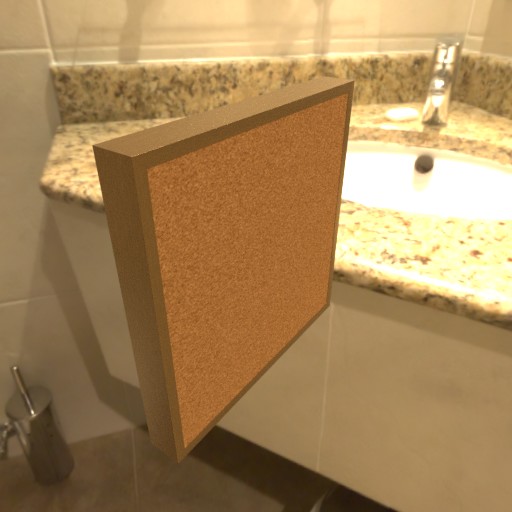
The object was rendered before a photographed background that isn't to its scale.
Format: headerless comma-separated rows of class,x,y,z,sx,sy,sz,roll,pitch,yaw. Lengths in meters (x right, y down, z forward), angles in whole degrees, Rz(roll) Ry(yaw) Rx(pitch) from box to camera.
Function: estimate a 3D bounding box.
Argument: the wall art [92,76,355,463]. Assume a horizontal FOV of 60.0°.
wall art,0.000,0.000,0.460,0.038,0.305,0.304,21,38,30
